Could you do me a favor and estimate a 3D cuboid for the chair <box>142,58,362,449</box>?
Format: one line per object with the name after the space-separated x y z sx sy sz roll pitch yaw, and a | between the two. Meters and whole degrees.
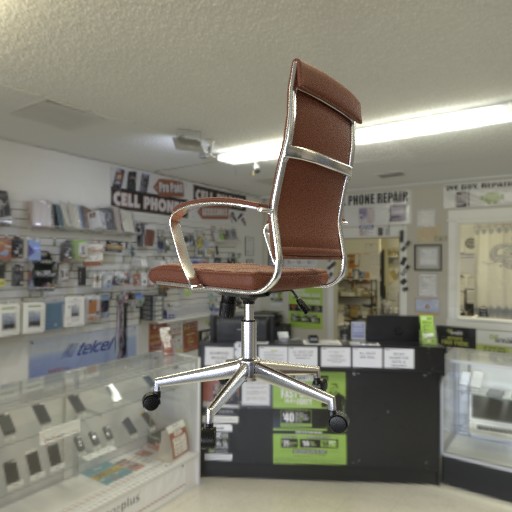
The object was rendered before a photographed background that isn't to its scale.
0.000 0.000 1.647 0.739 1.149 0.766 -1 -1 37 | chair
